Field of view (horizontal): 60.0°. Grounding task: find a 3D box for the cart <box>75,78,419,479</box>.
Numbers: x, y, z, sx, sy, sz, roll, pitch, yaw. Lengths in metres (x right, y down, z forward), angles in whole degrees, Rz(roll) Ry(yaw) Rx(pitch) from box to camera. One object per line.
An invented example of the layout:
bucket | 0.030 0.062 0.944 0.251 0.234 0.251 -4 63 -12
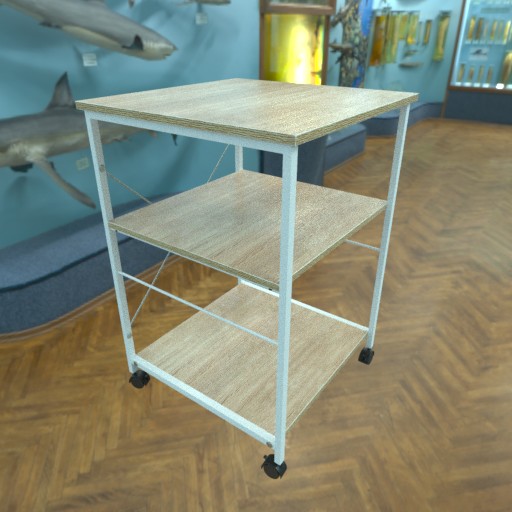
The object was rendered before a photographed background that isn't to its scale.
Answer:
cart | 0.000 0.000 1.117 0.520 0.762 0.521 19 33 32
